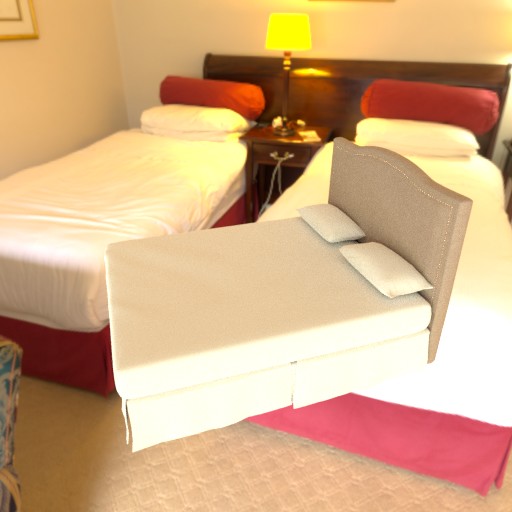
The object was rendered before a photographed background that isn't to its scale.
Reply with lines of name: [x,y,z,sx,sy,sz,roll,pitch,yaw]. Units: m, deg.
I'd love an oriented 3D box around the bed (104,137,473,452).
bed: [0.000,0.000,3.421,2.282,1.436,1.821,-9,30,-16]
